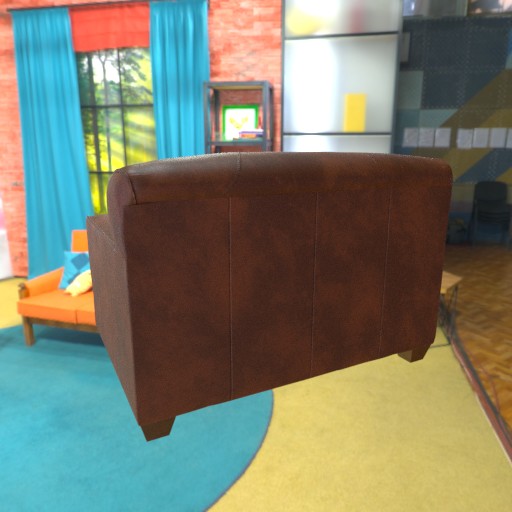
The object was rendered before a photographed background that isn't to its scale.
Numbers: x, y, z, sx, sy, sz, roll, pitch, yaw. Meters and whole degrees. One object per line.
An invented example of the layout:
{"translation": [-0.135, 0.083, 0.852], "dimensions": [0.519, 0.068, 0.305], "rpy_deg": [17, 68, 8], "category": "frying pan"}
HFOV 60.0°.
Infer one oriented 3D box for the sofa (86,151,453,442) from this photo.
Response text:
{"translation": [0.000, 0.000, 2.060], "dimensions": [1.413, 0.956, 1.000], "rpy_deg": [-7, 16, -26], "category": "sofa"}
